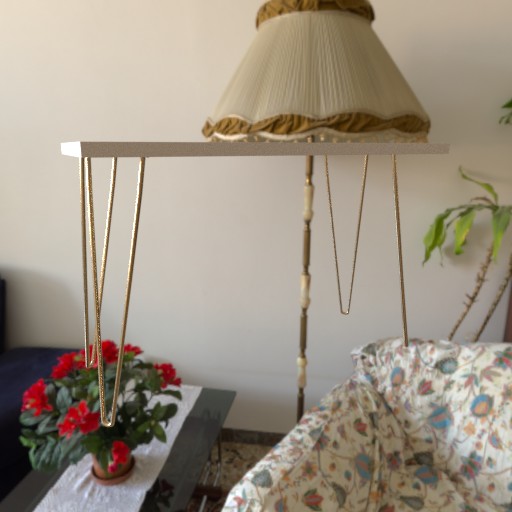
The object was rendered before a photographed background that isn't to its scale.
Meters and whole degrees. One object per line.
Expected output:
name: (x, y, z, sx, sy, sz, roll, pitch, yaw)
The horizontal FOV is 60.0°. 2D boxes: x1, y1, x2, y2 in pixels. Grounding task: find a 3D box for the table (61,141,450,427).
table: (0.000, 0.000, 1.340, 0.991, 0.660, 0.498, -7, 15, -26)
